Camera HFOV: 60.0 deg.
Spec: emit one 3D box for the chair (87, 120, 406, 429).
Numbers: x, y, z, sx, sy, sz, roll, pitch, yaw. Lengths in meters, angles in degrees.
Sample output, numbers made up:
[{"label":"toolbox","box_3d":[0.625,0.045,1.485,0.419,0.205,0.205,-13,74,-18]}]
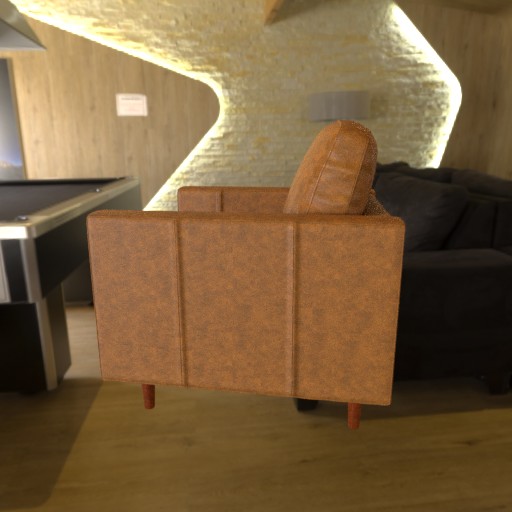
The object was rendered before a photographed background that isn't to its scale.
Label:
[{"label":"chair","box_3d":[0.000,0.000,1.656,0.909,0.956,0.890,2,14,9]}]
